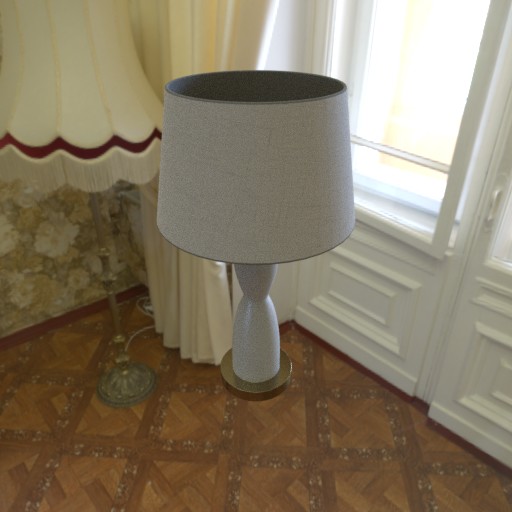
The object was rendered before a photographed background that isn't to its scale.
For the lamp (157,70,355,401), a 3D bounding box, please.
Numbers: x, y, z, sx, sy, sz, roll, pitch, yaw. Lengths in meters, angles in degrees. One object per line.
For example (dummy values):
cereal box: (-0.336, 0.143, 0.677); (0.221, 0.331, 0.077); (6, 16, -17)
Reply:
lamp: (0.000, 0.000, 0.742); (0.309, 0.545, 0.309); (0, 31, 0)
